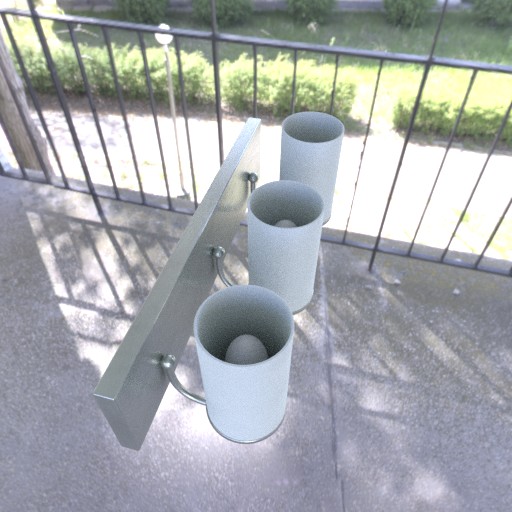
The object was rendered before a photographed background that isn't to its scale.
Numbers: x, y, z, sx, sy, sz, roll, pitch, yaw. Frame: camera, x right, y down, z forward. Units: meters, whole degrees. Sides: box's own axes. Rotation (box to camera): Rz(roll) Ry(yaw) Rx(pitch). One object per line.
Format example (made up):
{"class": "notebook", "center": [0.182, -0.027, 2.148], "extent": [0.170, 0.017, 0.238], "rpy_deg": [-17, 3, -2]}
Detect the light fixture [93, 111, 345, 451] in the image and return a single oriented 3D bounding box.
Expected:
{"class": "light fixture", "center": [0.000, 0.000, 0.521], "extent": [0.145, 0.172, 0.451], "rpy_deg": [11, 47, 10]}
